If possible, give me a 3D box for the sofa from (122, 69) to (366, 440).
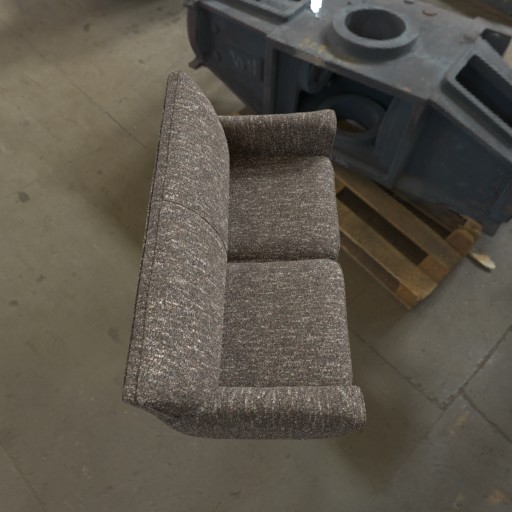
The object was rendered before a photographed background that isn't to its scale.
[{"bbox_3d":[0.000,0.000,2.042,0.801,0.946,1.519,0,62,0],"label":"sofa"}]
